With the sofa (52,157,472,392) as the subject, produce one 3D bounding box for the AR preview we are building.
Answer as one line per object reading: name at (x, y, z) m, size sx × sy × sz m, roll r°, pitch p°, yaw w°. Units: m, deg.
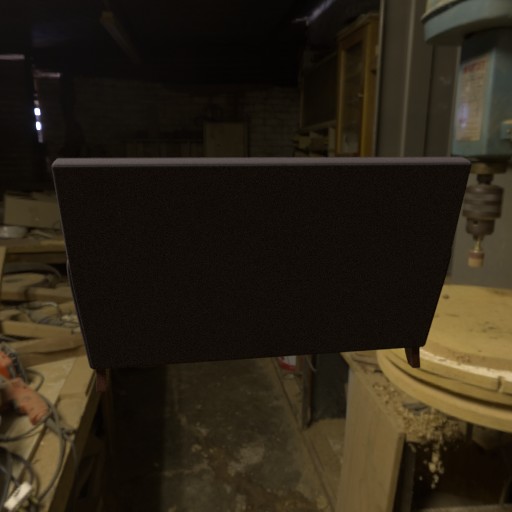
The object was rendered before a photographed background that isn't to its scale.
sofa at (0.000, 0.000, 1.909) m, size 1.420 × 0.846 × 0.871 m, roll -2°, pitch 14°, yaw -8°
